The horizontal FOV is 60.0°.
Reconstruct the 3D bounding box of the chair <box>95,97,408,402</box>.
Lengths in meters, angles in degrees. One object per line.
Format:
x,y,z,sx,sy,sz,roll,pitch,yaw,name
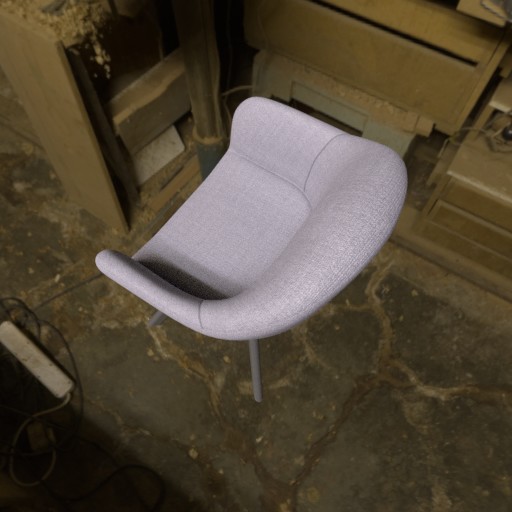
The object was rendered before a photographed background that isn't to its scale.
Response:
0.000,0.000,1.154,0.550,0.795,0.590,31,67,15,chair
